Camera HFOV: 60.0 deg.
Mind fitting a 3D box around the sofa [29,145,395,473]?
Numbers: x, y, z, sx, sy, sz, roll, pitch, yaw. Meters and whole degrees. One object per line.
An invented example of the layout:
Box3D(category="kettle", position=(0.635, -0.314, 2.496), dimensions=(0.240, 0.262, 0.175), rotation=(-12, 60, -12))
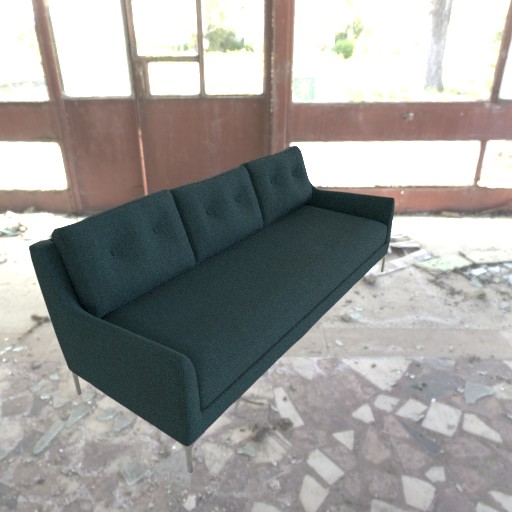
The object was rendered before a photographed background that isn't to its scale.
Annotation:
Box3D(category="sofa", position=(0.000, 0.000, 2.474), dimensions=(0.849, 0.837, 2.060), rotation=(18, 32, 31))
